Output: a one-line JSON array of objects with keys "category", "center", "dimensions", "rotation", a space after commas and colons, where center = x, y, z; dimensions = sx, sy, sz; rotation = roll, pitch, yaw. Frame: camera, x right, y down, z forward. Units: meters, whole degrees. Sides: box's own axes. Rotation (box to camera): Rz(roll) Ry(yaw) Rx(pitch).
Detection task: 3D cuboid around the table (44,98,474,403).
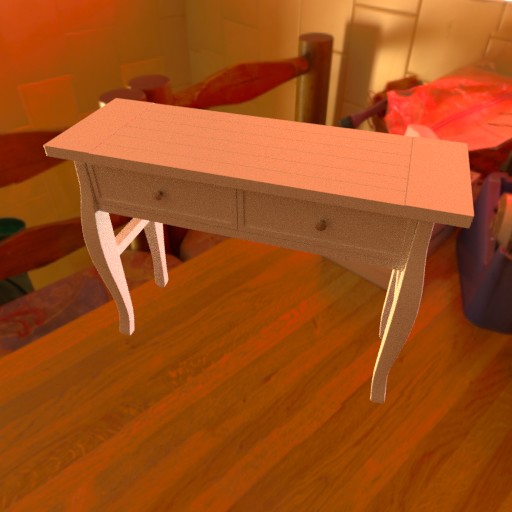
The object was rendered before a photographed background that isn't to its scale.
[{"category": "table", "center": [0.000, 0.000, 1.417], "dimensions": [1.062, 0.768, 0.373], "rotation": [12, 41, 14]}]
